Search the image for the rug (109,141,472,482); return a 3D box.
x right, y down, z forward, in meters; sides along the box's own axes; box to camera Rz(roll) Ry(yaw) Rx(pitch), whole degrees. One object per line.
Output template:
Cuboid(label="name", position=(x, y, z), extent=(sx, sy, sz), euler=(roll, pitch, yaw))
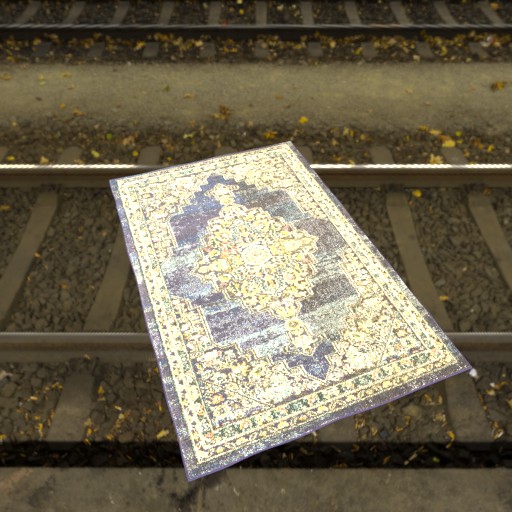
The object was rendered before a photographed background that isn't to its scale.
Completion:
Cuboid(label="rug", position=(0.000, 0.000, 2.202), extent=(1.184, 0.012, 1.781), euler=(-16, 49, -14))
